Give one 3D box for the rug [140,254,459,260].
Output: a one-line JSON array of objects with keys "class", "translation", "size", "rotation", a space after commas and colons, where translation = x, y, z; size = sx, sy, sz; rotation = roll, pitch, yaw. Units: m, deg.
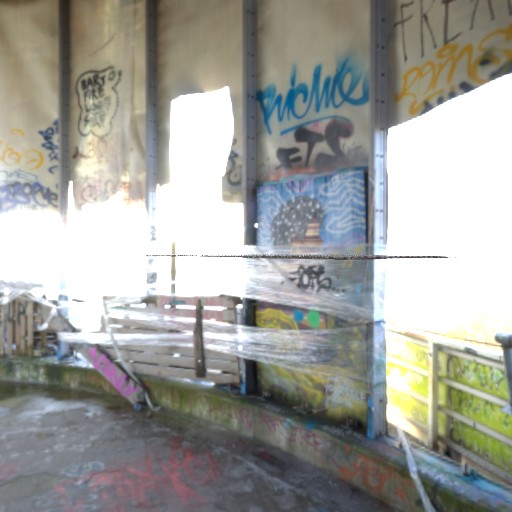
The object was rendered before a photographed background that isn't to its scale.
[{"class": "rug", "translation": [0.000, 0.000, 2.768], "size": [1.324, 0.018, 2.378], "rotation": [0, 0, -17]}]
